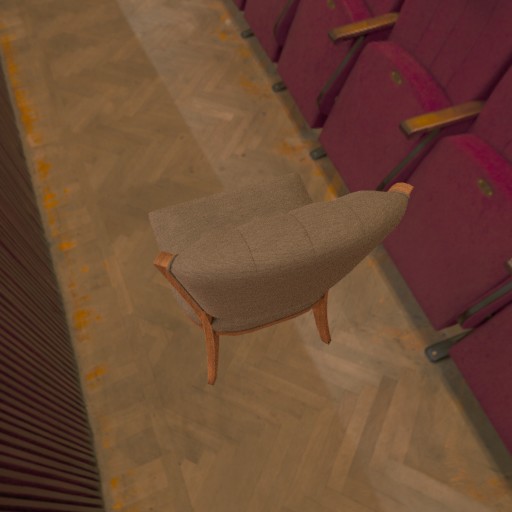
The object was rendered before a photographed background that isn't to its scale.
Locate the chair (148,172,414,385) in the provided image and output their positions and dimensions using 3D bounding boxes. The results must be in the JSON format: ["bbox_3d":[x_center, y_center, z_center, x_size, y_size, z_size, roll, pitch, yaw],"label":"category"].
[{"bbox_3d":[0.000,0.000,1.231,0.513,0.905,0.584,-17,60,-10],"label":"chair"}]
